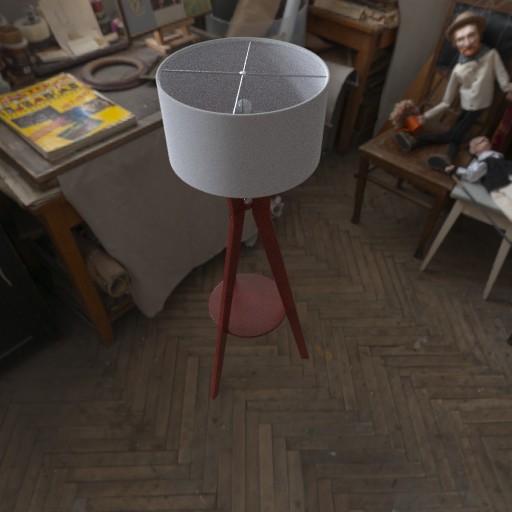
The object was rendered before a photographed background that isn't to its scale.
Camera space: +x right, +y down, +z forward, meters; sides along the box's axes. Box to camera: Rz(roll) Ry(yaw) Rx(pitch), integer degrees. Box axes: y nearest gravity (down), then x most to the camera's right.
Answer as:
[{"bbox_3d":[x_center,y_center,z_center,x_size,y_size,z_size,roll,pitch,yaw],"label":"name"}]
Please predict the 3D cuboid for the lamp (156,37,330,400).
[{"bbox_3d":[0.000,0.000,1.747,0.542,1.472,0.539,4,47,3],"label":"lamp"}]
